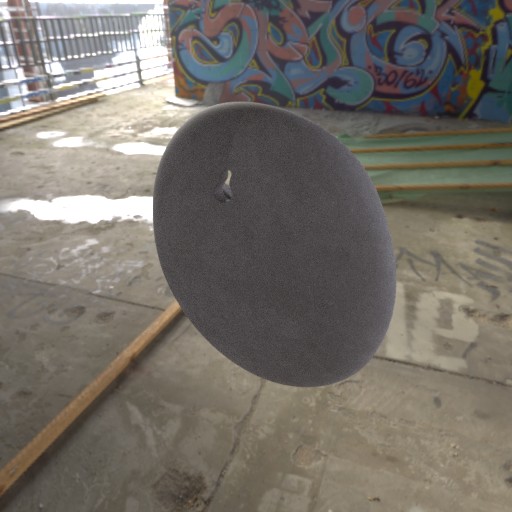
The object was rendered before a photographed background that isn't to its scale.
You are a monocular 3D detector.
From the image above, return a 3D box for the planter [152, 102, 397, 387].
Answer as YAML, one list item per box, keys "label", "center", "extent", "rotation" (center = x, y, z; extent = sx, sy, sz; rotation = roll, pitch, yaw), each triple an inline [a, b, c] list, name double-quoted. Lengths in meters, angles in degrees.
- label: "planter"
  center: [0.000, 0.000, 0.284]
  extent: [0.185, 0.188, 0.071]
  rotation: [22, 36, 33]
